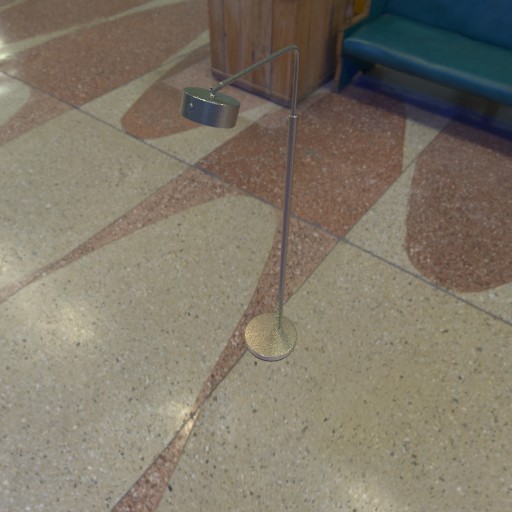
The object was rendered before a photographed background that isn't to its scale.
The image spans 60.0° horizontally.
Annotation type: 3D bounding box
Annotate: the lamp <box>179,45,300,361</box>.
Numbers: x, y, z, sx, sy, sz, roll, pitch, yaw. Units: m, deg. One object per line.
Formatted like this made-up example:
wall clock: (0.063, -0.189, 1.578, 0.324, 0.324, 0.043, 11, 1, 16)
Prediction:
lamp: (0.000, 0.000, 1.413, 0.222, 1.250, 0.421, 32, 55, 25)
